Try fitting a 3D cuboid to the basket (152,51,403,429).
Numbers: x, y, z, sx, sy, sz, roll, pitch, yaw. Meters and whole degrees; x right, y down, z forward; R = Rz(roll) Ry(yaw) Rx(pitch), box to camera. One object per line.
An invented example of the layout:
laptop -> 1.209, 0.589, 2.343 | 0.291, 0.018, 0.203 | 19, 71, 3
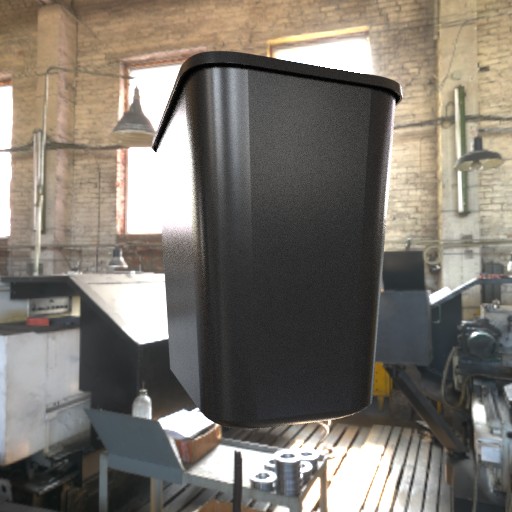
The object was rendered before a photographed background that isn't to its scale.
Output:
basket -> 0.000, 0.000, 0.502 | 0.211, 0.307, 0.300 | 1, -2, -19
